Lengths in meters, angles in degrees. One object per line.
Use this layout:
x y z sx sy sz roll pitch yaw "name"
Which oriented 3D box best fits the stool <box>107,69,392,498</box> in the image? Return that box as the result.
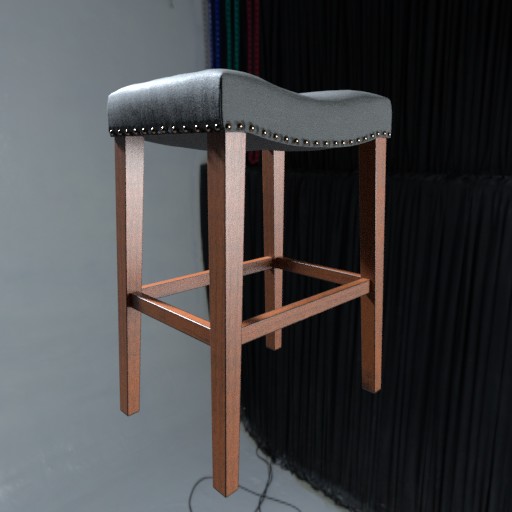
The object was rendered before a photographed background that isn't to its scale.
0.000 0.000 0.844 0.439 0.612 0.320 -13 19 -43 "stool"
